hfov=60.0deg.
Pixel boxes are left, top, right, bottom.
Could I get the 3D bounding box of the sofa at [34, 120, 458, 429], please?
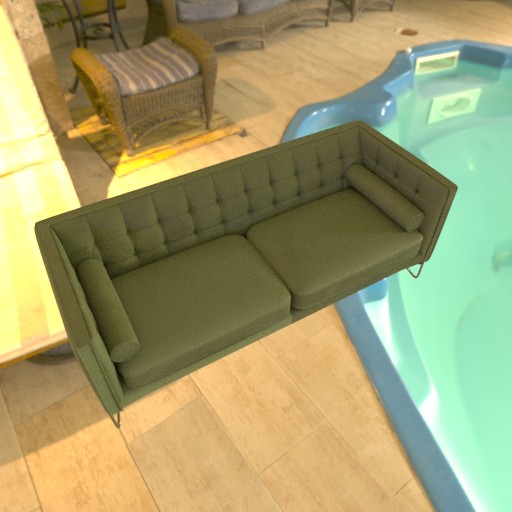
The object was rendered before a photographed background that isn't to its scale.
[{"bbox_3d":[0.000,0.000,2.552,2.087,0.789,0.867,-22,50,-20],"label":"sofa"}]
